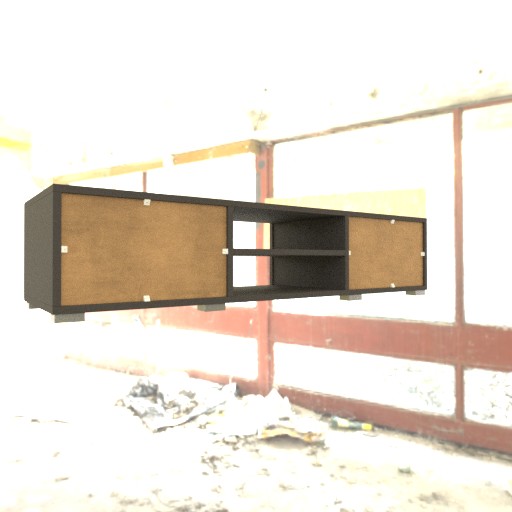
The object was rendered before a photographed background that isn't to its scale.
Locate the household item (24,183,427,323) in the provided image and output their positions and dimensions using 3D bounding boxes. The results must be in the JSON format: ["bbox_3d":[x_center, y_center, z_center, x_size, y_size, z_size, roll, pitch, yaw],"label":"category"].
[{"bbox_3d":[0.000,0.000,1.553,1.400,0.310,0.420,0,-1,-36],"label":"household item"}]
